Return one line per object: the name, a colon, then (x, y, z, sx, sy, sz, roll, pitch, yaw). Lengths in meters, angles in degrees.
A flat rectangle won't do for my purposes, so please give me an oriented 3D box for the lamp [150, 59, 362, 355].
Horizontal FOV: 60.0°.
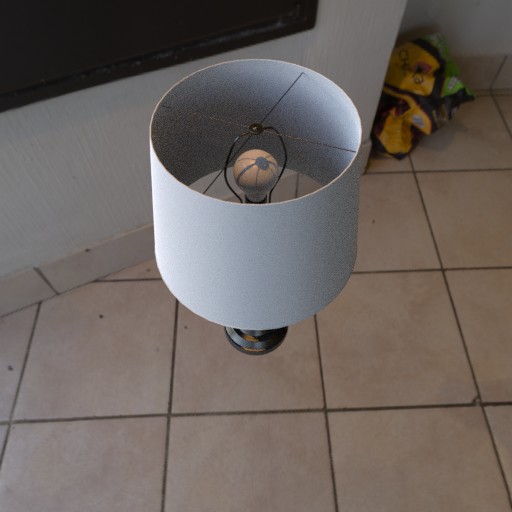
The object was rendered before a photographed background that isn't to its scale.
lamp: (0.000, 0.000, 0.780, 0.331, 0.594, 0.331, 0, 58, 0)
